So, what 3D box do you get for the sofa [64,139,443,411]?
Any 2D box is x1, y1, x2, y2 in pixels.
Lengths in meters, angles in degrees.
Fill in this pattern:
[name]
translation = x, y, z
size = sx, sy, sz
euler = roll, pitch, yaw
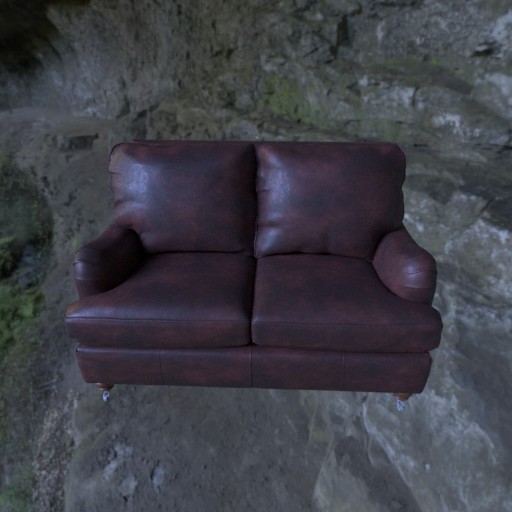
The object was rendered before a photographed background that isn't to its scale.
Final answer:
[sofa]
translation = 0.000, 0.000, 2.305
size = 1.628, 1.070, 1.148
euler = 1, 29, 2
